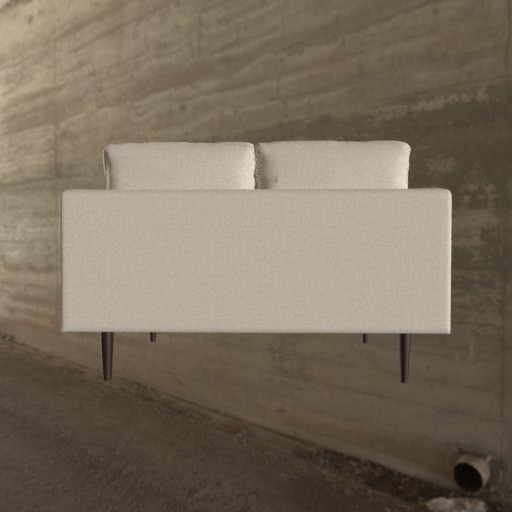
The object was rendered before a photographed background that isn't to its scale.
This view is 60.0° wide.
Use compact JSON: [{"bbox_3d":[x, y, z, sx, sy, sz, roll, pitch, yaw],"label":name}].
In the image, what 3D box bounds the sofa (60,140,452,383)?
[{"bbox_3d":[0.000,0.000,1.989,1.430,0.908,0.796,0,1,2],"label":"sofa"}]
